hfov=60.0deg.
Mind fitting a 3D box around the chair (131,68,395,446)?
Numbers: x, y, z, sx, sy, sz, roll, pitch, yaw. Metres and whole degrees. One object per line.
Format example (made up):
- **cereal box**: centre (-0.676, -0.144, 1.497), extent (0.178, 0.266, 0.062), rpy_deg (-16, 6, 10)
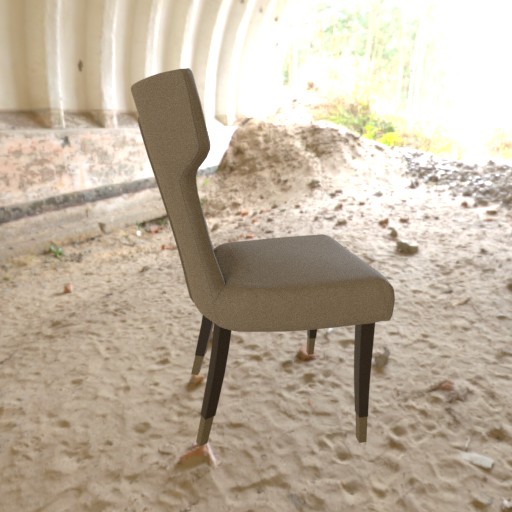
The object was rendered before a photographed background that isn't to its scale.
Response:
- **chair**: centre (0.000, 0.000, 1.287), extent (0.630, 0.955, 0.526), rpy_deg (-3, 17, -10)
